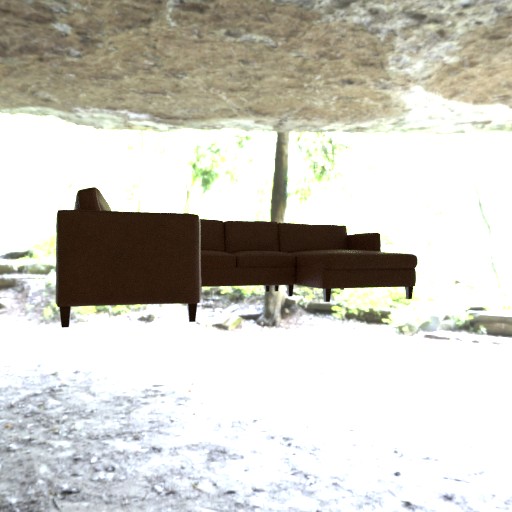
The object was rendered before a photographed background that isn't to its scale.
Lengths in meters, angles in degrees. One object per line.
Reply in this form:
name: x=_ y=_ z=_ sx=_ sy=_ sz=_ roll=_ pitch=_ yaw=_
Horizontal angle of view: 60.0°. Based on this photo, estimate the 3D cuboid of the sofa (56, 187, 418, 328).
sofa: x=0.000 y=0.000 z=4.487 sx=3.460 sy=0.923 sz=2.593 roll=0 pitch=0 yaw=-18
